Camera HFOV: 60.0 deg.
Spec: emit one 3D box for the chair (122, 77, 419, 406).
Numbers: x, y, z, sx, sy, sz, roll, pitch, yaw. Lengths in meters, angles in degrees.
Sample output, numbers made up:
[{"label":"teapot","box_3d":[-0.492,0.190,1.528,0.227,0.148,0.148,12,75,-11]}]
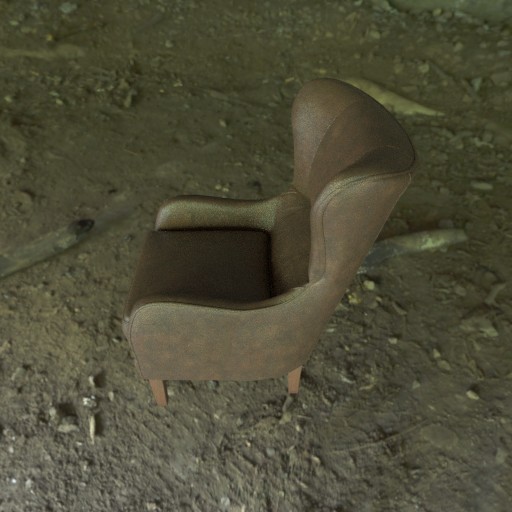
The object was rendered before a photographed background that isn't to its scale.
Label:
[{"label":"chair","box_3d":[0.000,0.000,1.596,0.914,1.048,0.692,-1,40,-1]}]
